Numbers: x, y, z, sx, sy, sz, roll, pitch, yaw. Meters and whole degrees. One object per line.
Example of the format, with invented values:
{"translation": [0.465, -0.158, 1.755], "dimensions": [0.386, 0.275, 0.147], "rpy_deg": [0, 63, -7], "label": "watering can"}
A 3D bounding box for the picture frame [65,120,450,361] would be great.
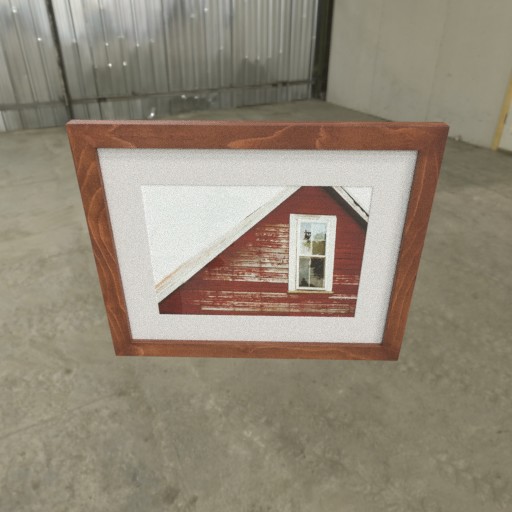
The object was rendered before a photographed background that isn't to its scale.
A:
{"translation": [0.000, 0.000, 0.772], "dimensions": [0.559, 0.457, 0.025], "rpy_deg": [1, 31, 1], "label": "picture frame"}
